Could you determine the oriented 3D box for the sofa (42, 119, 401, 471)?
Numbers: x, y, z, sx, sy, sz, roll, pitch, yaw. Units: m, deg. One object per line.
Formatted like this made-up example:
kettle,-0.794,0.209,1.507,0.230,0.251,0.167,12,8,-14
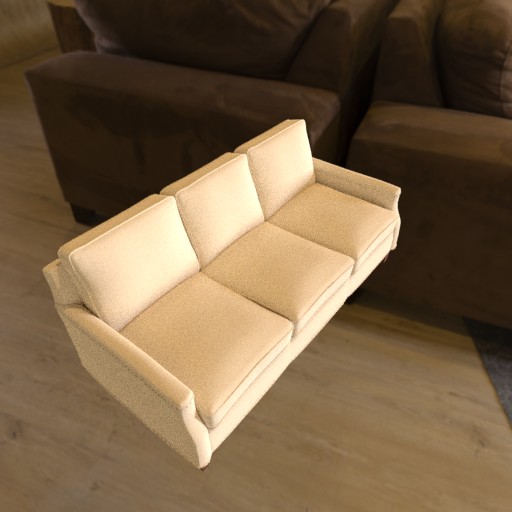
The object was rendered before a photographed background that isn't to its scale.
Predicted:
sofa,0.000,0.000,2.852,1.084,1.003,2.246,27,47,28
